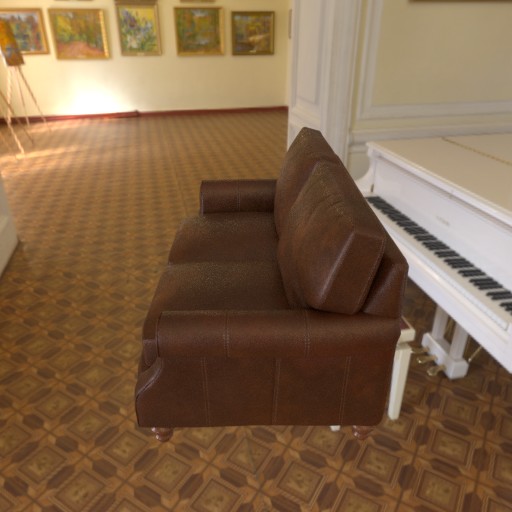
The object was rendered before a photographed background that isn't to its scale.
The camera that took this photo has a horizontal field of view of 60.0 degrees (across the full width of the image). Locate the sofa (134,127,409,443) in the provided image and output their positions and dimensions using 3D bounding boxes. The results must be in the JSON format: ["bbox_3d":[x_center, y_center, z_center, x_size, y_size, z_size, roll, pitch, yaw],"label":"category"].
[{"bbox_3d":[0.000,0.000,2.185,0.990,0.976,1.616,0,28,0],"label":"sofa"}]
